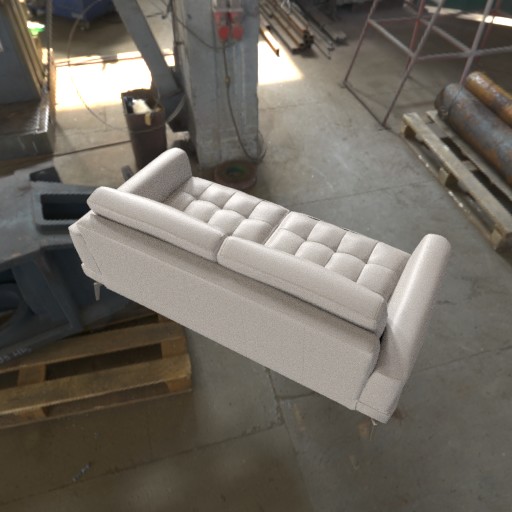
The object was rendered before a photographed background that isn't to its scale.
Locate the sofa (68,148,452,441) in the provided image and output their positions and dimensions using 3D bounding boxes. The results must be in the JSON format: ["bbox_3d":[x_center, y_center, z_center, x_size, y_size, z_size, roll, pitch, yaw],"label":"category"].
[{"bbox_3d":[0.000,0.000,2.809,2.177,0.930,1.121,22,50,20],"label":"sofa"}]
